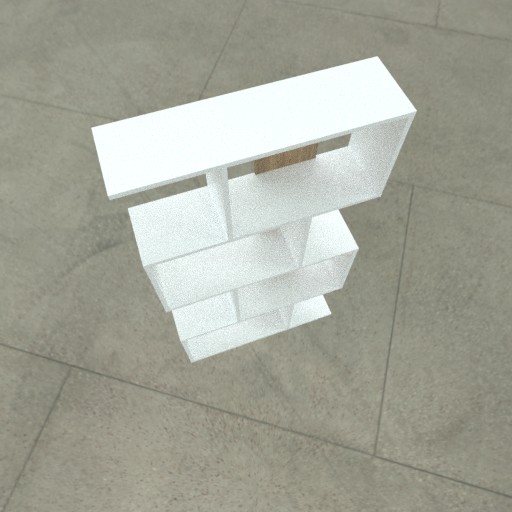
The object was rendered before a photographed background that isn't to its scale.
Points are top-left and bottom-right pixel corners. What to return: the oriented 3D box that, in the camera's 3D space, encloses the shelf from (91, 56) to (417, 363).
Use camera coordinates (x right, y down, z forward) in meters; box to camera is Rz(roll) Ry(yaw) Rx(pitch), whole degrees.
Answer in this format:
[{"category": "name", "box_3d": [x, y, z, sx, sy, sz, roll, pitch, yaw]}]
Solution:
[{"category": "shelf", "box_3d": [0.000, 0.000, 1.983, 0.890, 1.650, 0.250, -17, 63, -9]}]
